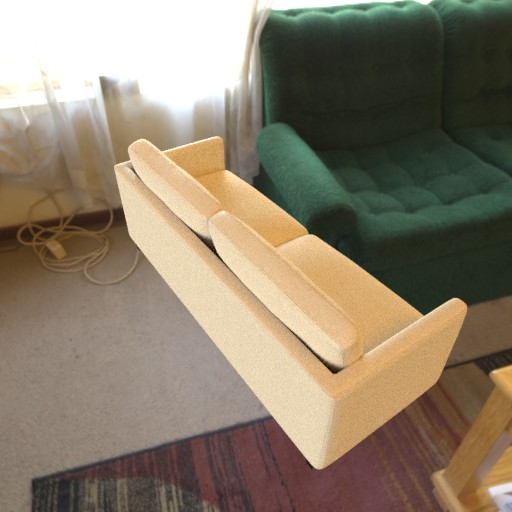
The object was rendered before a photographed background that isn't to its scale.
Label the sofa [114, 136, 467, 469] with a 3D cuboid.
[{"bbox_3d":[0.000,0.000,2.917,0.948,0.965,2.434,-24,45,-26],"label":"sofa"}]
